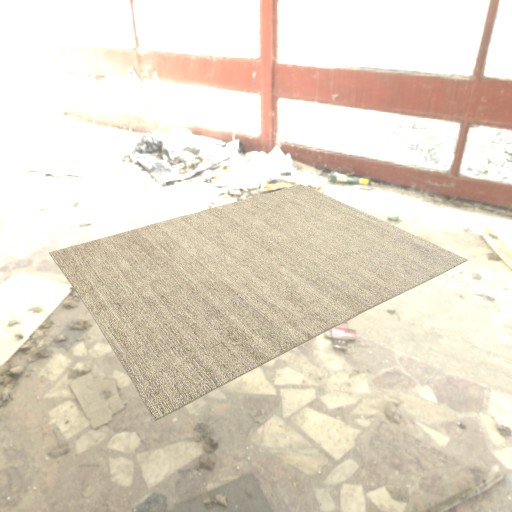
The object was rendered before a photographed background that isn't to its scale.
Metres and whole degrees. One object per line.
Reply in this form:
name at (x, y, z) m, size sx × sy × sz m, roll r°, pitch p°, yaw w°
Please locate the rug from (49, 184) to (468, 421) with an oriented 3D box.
rug at (0.000, 0.000, 4.234) m, size 3.202 × 0.045 × 2.434 m, roll -19°, pitch 35°, yaw -30°
